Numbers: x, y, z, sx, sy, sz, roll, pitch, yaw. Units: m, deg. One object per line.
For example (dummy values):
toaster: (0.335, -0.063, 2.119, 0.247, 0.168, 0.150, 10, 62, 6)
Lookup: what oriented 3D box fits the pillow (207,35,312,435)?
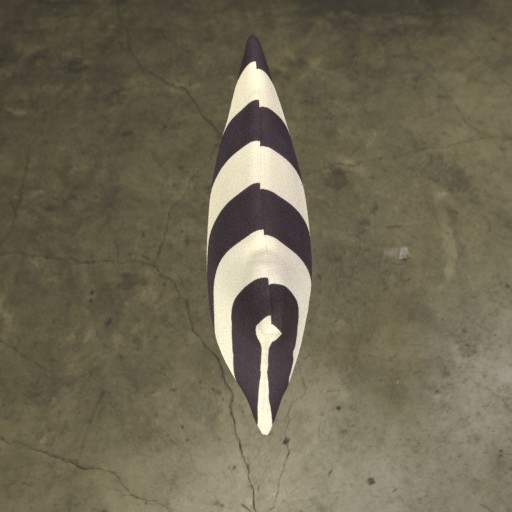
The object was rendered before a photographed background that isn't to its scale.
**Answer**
pillow: (0.000, 0.000, 0.812, 0.189, 0.526, 0.536, -3, 59, -2)
